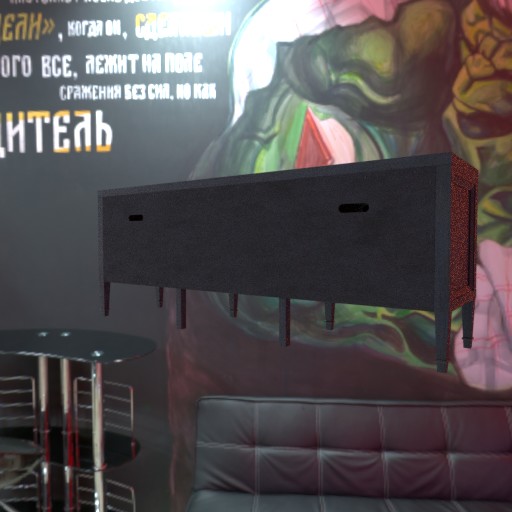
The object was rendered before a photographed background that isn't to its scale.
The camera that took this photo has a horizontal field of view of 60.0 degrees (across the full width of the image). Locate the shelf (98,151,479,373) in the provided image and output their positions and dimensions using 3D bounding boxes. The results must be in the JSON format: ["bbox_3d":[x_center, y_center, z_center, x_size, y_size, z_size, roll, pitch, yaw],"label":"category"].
[{"bbox_3d":[0.000,0.000,2.161,1.878,0.715,0.471,1,3,36],"label":"shelf"}]
